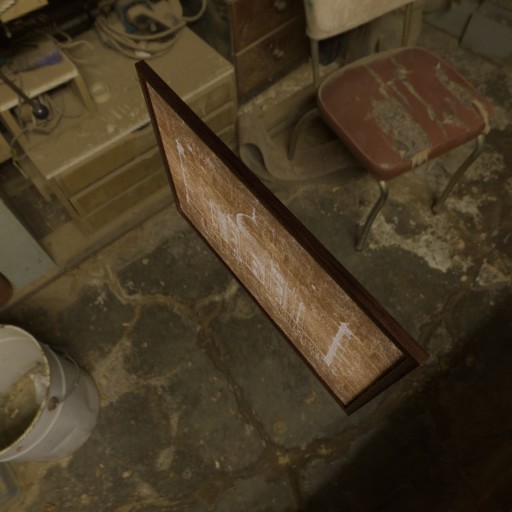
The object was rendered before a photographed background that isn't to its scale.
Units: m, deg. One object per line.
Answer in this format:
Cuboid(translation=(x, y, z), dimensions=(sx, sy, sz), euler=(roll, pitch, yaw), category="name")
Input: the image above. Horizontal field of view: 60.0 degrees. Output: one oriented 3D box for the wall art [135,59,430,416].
Cuboid(translation=(0.000, 0.000, 0.560), dimensions=(0.012, 0.304, 0.431), euler=(-35, 68, -16), category="wall art")
